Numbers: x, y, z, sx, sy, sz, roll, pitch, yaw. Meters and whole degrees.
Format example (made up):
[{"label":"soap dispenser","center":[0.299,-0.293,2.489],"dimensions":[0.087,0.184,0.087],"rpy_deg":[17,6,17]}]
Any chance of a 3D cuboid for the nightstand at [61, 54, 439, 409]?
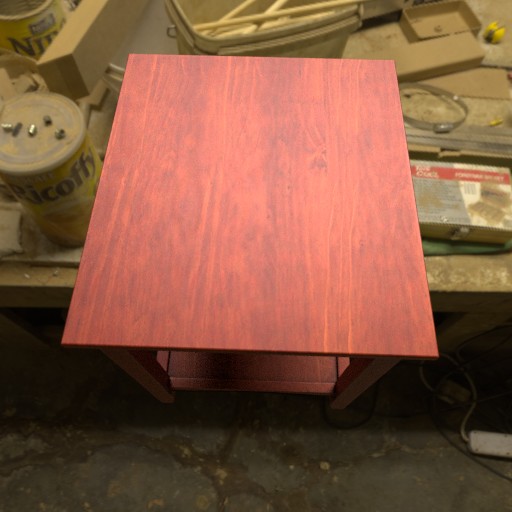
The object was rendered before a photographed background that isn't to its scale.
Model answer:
[{"label":"nightstand","center":[0.000,0.000,0.956],"dimensions":[0.501,0.558,0.558],"rpy_deg":[2,64,1]}]
